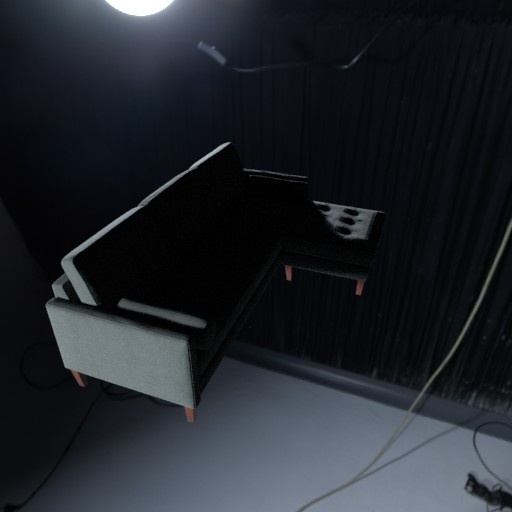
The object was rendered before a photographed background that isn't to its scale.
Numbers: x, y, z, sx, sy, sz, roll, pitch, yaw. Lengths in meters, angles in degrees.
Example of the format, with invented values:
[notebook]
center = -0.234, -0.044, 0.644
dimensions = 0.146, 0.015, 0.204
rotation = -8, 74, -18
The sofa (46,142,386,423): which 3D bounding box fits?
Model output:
[sofa]
center = 0.000, 0.000, 2.986
dimensions = 1.506, 0.876, 2.178
rotation = 11, 33, 17
